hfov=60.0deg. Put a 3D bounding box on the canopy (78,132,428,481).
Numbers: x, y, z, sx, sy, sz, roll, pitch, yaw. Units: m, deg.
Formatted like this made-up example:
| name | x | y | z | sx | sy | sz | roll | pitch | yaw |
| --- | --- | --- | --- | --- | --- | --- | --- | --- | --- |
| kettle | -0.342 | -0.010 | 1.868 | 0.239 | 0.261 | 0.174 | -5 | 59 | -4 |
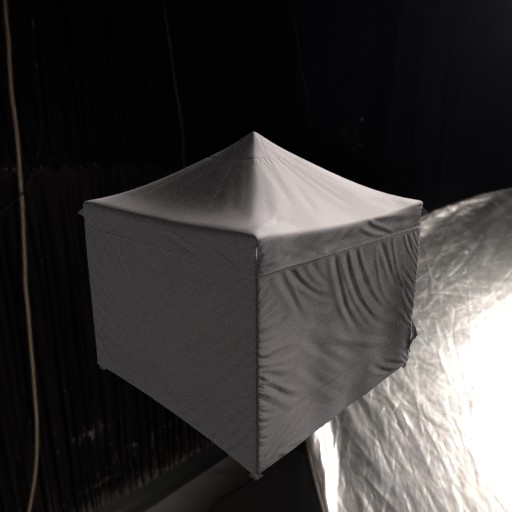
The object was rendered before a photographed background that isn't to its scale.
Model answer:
| name | x | y | z | sx | sy | sz | roll | pitch | yaw |
| --- | --- | --- | --- | --- | --- | --- | --- | --- | --- |
| canopy | 0.000 | 0.000 | 5.559 | 3.043 | 2.997 | 3.121 | 14 | 20 | 42 |
